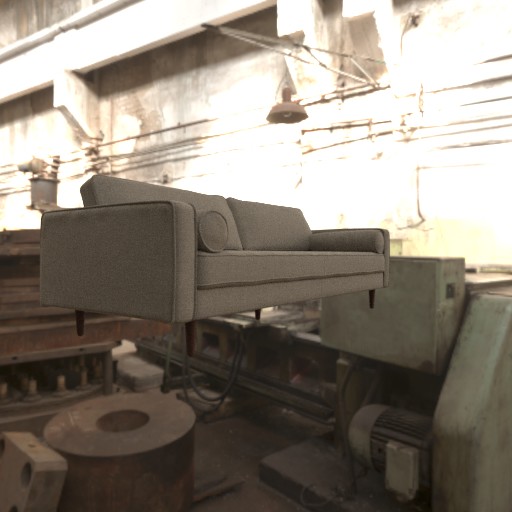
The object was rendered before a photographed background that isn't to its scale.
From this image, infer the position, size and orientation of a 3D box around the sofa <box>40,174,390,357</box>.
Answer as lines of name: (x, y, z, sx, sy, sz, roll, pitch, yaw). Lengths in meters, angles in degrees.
sofa: (0.000, 0.000, 2.662, 0.914, 0.762, 2.211, 0, 0, 36)
